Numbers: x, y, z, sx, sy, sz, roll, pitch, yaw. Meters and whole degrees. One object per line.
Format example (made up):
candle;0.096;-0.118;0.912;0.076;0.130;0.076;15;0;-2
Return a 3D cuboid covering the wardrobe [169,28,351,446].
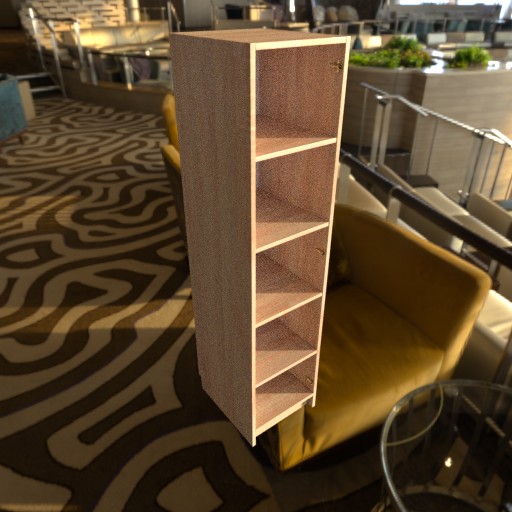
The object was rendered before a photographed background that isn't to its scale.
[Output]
wardrobe;0.000;0.000;2.363;0.496;2.117;0.588;-21;36;-31
